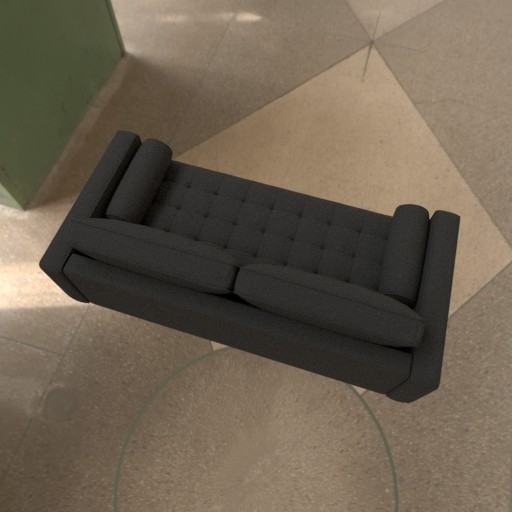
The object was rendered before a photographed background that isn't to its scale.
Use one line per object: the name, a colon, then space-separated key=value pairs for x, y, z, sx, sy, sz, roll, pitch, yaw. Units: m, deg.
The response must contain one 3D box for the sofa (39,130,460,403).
sofa: x=0.000 y=0.000 z=2.310 sx=1.875 sy=0.759 sz=0.914 roll=16 pitch=64 yaw=8
